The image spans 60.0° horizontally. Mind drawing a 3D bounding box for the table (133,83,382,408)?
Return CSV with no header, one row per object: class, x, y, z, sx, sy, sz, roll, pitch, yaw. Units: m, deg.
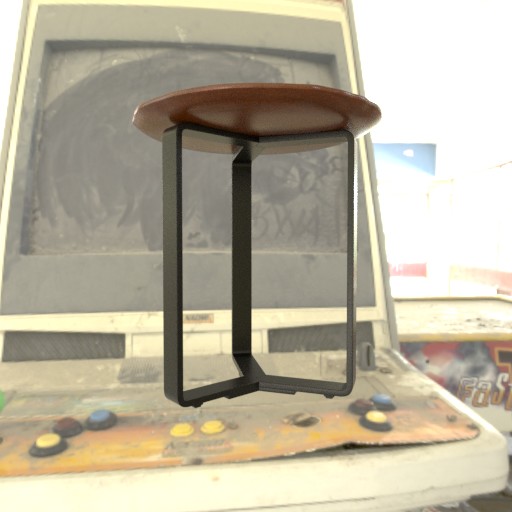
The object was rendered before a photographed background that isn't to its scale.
table,0.000,0.000,0.756,0.410,0.450,0.380,1,2,19
